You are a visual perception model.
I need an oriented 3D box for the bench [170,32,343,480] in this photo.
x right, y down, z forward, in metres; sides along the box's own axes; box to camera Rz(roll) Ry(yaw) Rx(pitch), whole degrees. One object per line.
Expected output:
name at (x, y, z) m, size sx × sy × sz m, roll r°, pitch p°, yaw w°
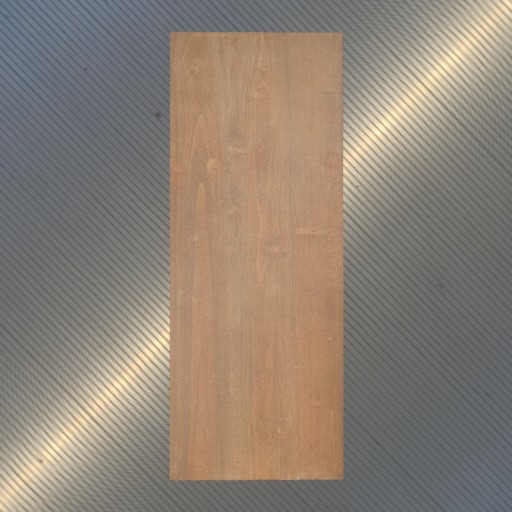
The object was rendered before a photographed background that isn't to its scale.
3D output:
bench at (0.000, 0.000, 1.399) m, size 0.458 × 0.458 × 1.183 m, roll 0°, pitch 90°, yaw 0°
